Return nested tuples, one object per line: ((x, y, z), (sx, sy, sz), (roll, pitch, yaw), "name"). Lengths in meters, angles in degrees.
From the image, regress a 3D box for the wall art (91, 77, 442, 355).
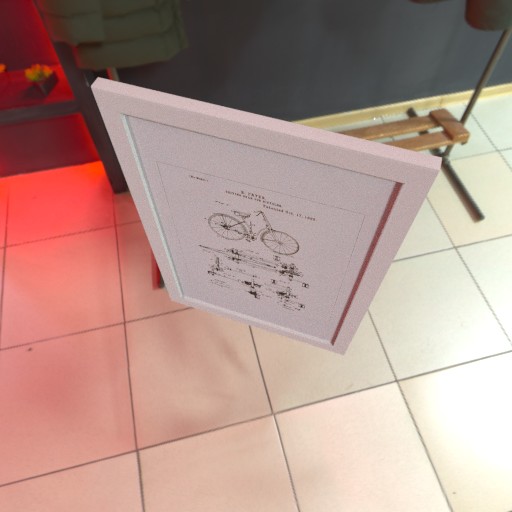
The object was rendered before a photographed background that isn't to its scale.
((0.000, 0.000, 0.607), (0.332, 0.477, 0.015), (16, 60, 10), "wall art")
